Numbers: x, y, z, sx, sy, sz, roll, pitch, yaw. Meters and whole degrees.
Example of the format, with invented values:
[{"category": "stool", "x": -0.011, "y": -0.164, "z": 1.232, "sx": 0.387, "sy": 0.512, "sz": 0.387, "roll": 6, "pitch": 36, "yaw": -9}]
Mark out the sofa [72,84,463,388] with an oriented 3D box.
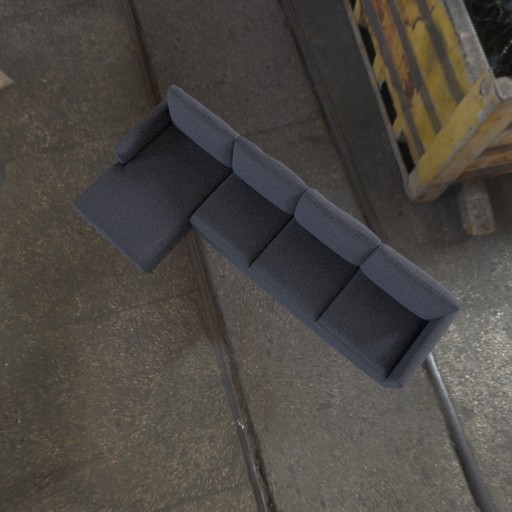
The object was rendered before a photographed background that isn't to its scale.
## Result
[{"category": "sofa", "x": 0.000, "y": 0.000, "z": 2.962, "sx": 2.445, "sy": 0.673, "sz": 1.125, "roll": 39, "pitch": 78, "yaw": 10}]
